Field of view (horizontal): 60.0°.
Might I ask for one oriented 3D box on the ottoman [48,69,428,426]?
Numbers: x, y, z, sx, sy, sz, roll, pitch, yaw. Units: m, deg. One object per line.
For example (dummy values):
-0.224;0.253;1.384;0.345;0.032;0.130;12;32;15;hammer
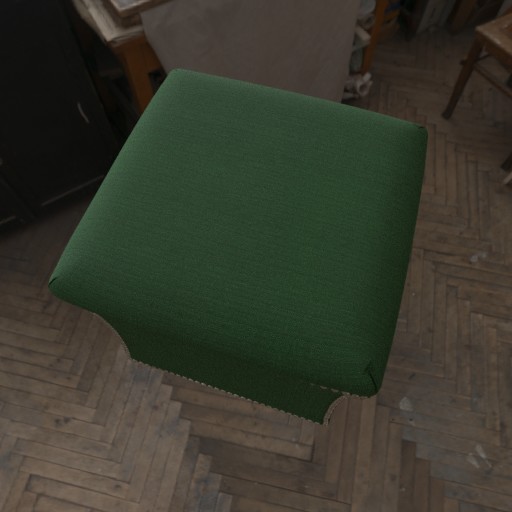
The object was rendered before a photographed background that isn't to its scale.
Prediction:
0.000;0.000;0.882;0.507;0.475;0.497;16;64;8;ottoman
